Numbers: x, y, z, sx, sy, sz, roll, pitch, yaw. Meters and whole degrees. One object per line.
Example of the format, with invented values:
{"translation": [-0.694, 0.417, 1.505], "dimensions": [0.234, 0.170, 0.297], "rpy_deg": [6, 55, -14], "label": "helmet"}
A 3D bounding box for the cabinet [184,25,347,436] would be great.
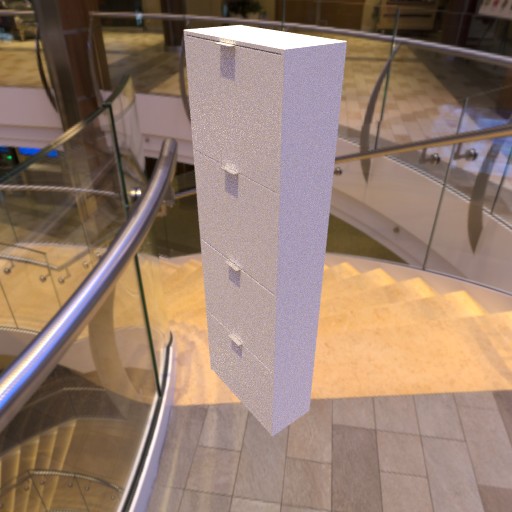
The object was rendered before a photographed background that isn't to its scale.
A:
{"translation": [0.000, 0.000, 1.817], "dimensions": [0.255, 1.630, 0.520], "rpy_deg": [-23, 39, -31], "label": "cabinet"}
